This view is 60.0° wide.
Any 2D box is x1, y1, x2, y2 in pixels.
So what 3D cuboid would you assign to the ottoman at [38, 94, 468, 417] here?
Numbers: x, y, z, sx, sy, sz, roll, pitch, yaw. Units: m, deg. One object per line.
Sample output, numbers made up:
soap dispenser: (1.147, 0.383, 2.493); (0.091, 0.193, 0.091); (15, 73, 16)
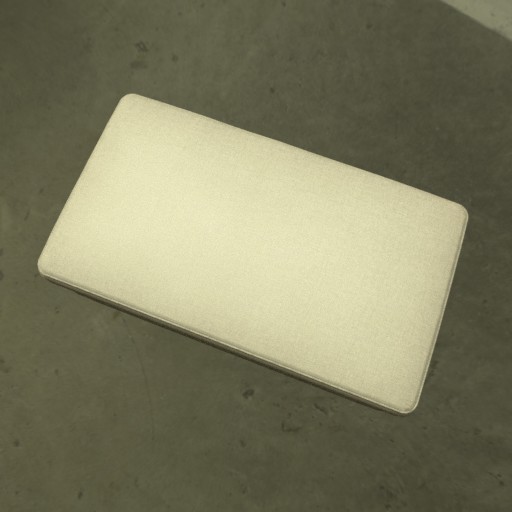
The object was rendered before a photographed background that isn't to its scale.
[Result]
ottoman: (0.000, 0.000, 1.404); (1.097, 0.461, 0.617); (20, 77, 5)
